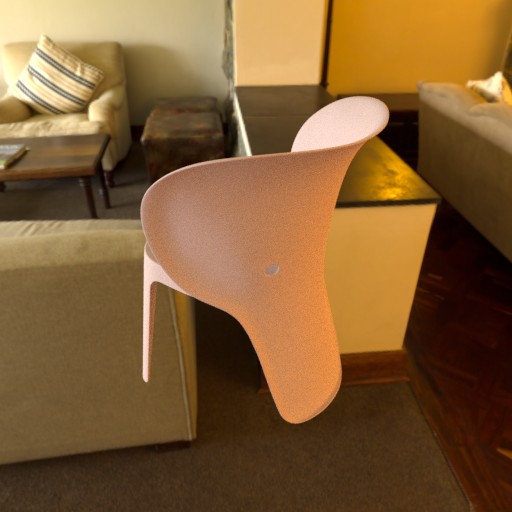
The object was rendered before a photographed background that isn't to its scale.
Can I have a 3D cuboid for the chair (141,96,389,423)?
[{"bbox_3d":[0.000,0.000,0.851,0.402,0.554,0.451,21,38,29],"label":"chair"}]
